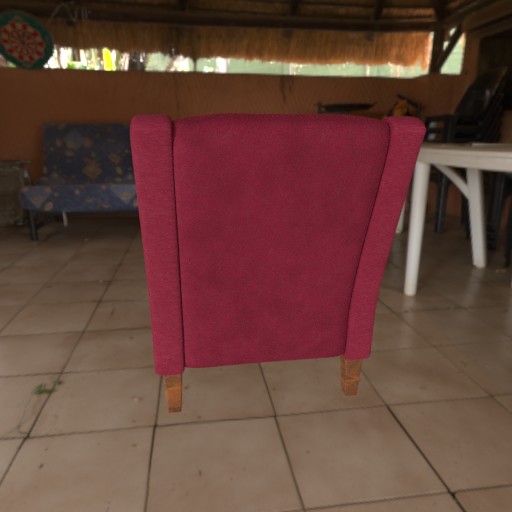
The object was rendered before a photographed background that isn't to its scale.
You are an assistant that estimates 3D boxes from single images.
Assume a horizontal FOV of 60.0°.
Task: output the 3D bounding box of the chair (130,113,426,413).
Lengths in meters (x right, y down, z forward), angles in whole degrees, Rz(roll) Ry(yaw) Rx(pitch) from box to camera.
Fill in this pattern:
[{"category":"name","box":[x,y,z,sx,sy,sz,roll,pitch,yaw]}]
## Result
[{"category":"chair","box":[0.000,0.000,1.723,0.793,1.017,0.985,-2,15,-9]}]
